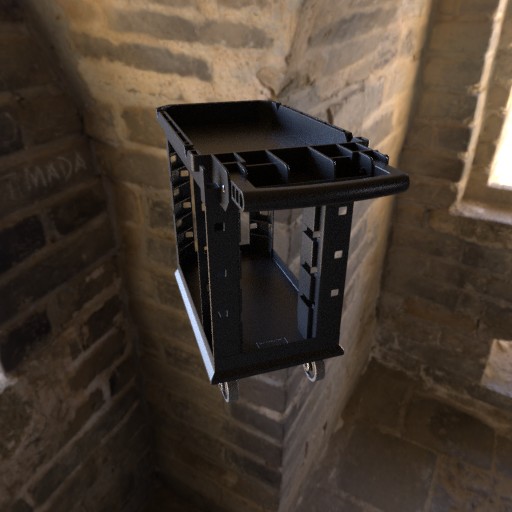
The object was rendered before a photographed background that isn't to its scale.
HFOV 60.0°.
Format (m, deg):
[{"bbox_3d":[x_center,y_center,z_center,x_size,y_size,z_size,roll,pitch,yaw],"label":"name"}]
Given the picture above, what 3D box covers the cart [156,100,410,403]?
[{"bbox_3d":[0.000,0.000,1.561,0.497,0.884,1.061,-9,29,-16],"label":"cart"}]
